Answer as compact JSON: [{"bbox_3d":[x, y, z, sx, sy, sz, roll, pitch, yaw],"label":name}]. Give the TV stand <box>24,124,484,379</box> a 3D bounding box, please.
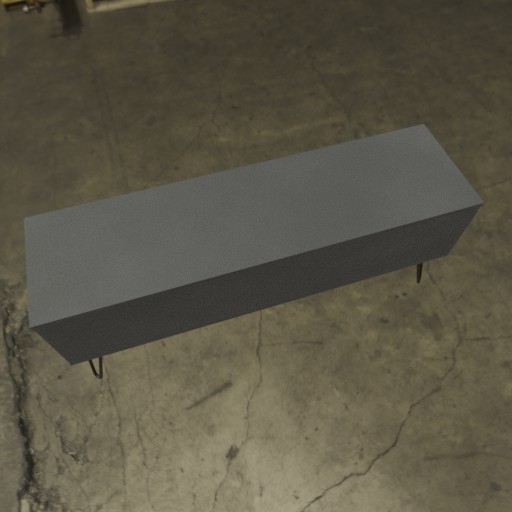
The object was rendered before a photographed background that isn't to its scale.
[{"bbox_3d":[0.000,0.000,1.637,1.400,0.560,0.400,-15,59,-9],"label":"TV stand"}]
